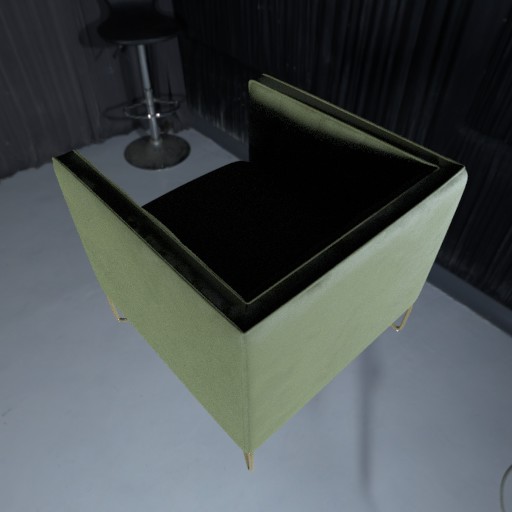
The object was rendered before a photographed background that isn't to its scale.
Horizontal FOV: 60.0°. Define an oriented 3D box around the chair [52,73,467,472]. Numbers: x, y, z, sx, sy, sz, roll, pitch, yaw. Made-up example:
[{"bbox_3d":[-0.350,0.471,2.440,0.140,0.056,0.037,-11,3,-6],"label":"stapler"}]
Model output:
[{"bbox_3d":[0.000,0.000,1.548,0.880,0.790,0.894,-33,54,-28],"label":"chair"}]
